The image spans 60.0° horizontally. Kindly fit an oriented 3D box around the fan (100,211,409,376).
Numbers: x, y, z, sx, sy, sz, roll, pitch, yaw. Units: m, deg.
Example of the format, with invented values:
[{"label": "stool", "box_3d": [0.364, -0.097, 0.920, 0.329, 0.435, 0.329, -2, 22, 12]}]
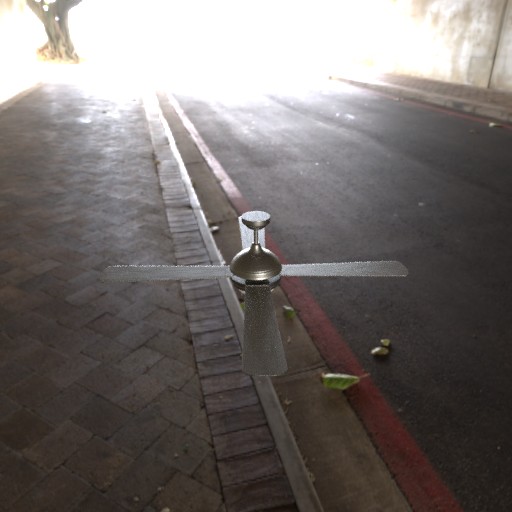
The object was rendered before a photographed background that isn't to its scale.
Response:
[{"label": "fan", "box_3d": [0.000, 0.000, 1.981, 1.321, 0.381, 1.321, 8, 28, 16]}]
